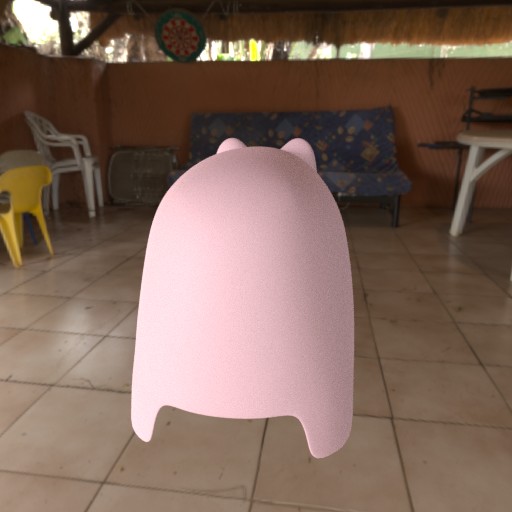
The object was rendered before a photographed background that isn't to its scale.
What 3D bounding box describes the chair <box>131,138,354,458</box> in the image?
[{"bbox_3d":[0.000,0.000,0.840,0.364,0.423,0.619,2,17,7],"label":"chair"}]
